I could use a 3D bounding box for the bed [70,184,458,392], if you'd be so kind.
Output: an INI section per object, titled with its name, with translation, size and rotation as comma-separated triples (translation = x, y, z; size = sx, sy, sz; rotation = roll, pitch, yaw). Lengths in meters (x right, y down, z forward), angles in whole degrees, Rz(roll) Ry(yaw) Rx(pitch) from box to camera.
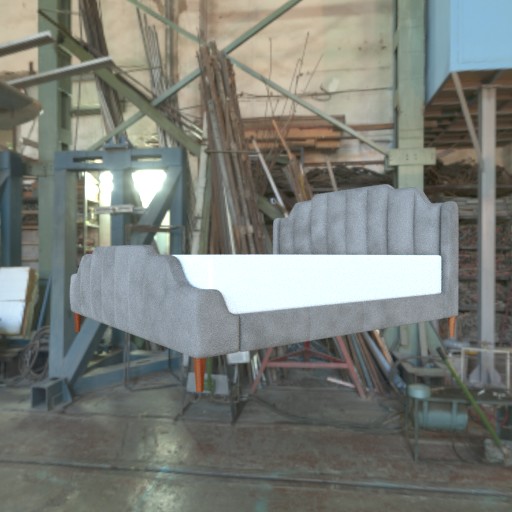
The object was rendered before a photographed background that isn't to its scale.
[bed]
translation = 0.000, 0.000, 3.513
size = 2.340, 1.245, 2.074
rotation = 0, 0, -37
